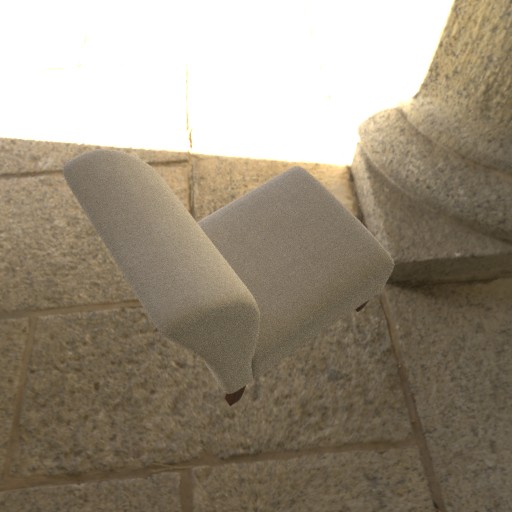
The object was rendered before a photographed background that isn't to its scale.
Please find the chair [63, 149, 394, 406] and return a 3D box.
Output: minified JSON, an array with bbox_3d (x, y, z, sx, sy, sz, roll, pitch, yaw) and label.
[{"bbox_3d":[0.000,0.000,1.358,0.754,0.833,0.521,-31,63,-17],"label":"chair"}]
